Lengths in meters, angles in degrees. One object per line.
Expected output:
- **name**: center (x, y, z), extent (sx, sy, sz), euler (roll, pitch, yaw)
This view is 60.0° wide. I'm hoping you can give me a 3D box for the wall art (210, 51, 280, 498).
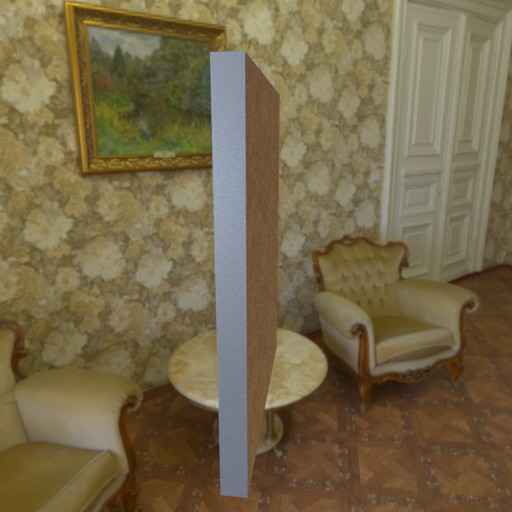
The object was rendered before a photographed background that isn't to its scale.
- **wall art**: center (0.000, 0.000, 0.746), extent (0.037, 0.554, 0.453), euler (2, 15, 7)
